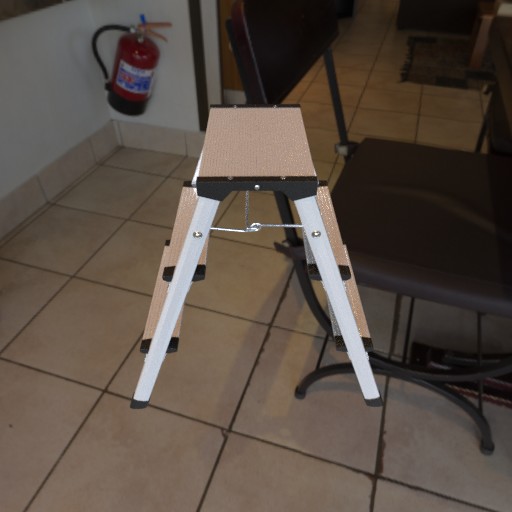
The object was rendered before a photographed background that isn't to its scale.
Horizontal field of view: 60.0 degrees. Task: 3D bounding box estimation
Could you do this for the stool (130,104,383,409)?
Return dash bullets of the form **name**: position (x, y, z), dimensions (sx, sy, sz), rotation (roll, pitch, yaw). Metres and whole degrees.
- **stool**: position (0.000, 0.000, 1.059), dimensions (0.622, 0.605, 0.437), rotation (0, 40, 0)
